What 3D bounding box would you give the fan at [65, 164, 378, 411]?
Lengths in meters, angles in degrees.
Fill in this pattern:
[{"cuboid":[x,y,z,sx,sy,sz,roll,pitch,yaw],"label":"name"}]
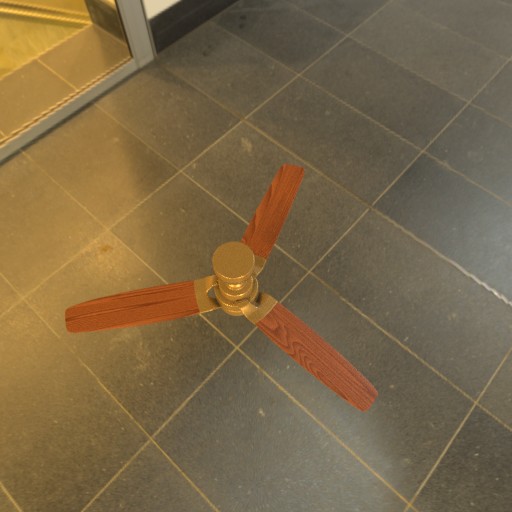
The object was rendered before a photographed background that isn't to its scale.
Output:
[{"cuboid":[0.000,0.000,2.061,1.416,0.425,1.271,20,64,10],"label":"fan"}]
